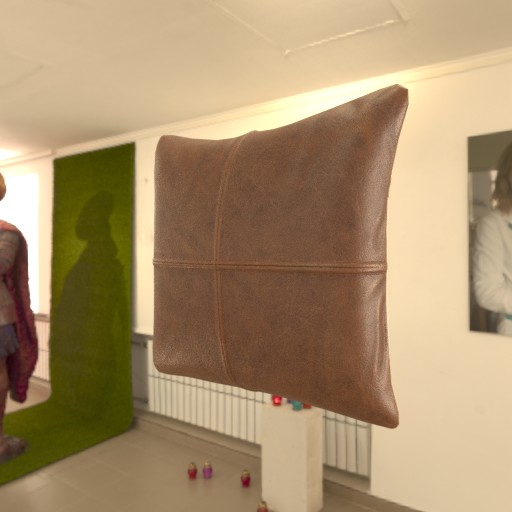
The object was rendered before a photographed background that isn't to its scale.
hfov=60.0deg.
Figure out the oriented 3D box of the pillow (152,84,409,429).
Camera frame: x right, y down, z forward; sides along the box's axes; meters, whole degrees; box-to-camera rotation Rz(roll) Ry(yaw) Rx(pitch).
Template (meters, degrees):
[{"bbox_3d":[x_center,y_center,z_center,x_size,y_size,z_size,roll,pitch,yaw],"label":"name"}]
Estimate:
[{"bbox_3d":[0.000,0.000,0.726,0.484,0.470,0.192,1,1,35],"label":"pillow"}]
